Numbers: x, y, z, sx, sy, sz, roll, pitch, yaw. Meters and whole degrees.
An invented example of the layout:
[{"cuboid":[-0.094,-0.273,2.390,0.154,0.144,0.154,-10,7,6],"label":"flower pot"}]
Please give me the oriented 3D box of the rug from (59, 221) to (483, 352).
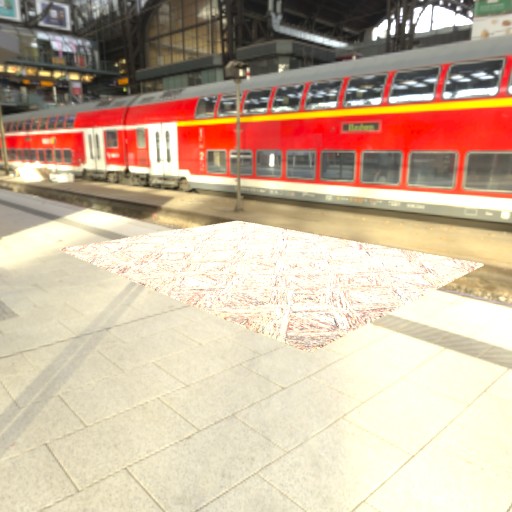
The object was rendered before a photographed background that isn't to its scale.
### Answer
[{"cuboid":[0.000,0.000,4.158,2.436,0.024,3.226,-13,19,-43],"label":"rug"}]
